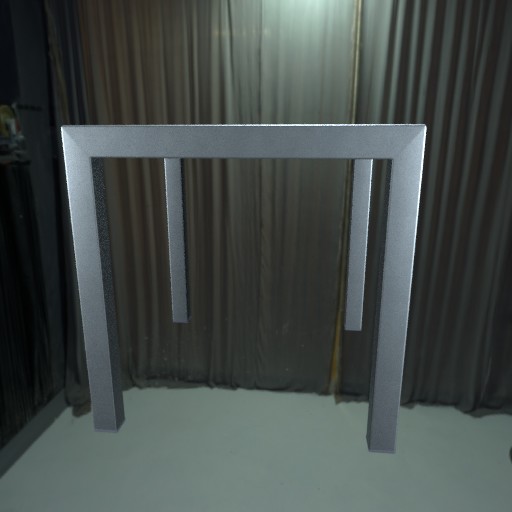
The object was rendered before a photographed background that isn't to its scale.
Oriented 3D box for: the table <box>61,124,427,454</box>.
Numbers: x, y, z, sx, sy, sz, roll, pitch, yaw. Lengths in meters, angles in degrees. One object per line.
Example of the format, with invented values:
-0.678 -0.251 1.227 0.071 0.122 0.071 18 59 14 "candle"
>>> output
0.000 0.000 0.915 0.508 0.508 0.508 2 15 6 "table"
